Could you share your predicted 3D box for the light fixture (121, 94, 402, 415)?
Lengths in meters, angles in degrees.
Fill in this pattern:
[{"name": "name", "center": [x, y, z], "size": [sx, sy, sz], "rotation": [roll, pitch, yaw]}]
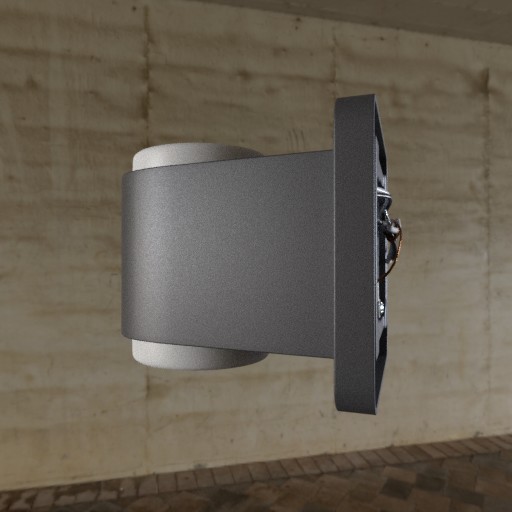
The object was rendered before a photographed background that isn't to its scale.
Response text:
[{"name": "light fixture", "center": [0.000, 0.000, 0.210], "size": [0.132, 0.109, 0.109], "rotation": [0, 0, 19]}]
